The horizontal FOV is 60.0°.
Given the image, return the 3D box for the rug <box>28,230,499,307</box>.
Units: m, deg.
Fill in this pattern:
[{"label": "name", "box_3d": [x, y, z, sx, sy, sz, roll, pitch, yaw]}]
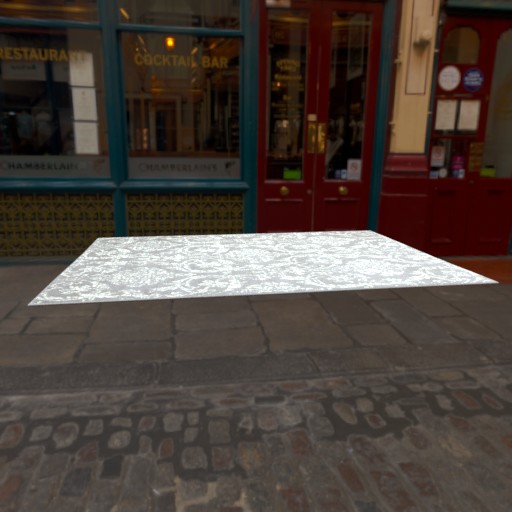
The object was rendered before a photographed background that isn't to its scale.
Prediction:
[{"label": "rug", "box_3d": [0.000, 0.000, 2.802, 2.206, 0.014, 1.578, -2, 13, -9]}]
